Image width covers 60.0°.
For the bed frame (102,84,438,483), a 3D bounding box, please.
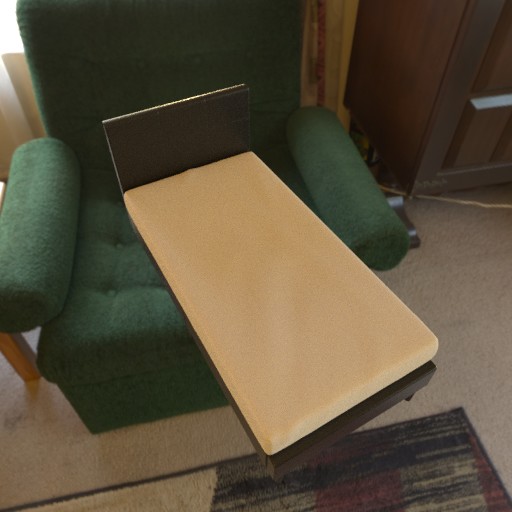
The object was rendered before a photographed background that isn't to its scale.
[{"bbox_3d":[0.000,0.000,2.533,1.038,1.046,2.152,-23,51,-20],"label":"bed frame"}]
